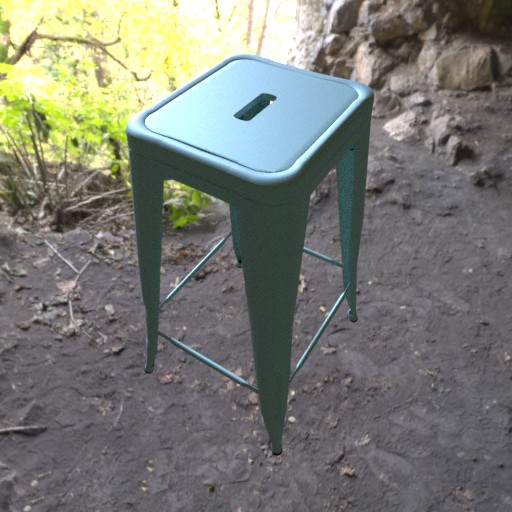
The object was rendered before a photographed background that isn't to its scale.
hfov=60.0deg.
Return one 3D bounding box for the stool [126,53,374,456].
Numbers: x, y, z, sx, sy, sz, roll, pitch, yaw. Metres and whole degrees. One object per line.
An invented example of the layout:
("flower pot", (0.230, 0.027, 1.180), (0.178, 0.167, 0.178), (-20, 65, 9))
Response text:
("stool", (0.000, 0.000, 0.831), (0.359, 0.609, 0.399), (24, 52, 21))
